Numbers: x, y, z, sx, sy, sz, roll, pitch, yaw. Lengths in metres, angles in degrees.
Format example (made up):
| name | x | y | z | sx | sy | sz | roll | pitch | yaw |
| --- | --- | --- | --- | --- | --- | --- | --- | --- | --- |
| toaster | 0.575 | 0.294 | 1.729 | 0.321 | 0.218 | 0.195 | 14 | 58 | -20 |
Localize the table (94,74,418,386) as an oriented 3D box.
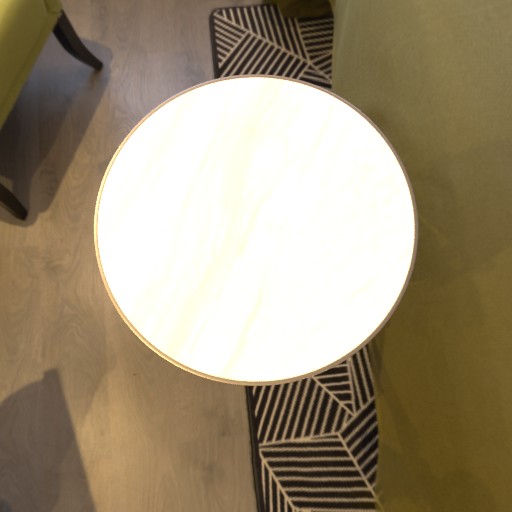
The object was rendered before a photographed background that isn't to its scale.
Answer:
| name | x | y | z | sx | sy | sz | roll | pitch | yaw |
| --- | --- | --- | --- | --- | --- | --- | --- | --- | --- |
| table | 0.000 | 0.000 | 0.841 | 0.445 | 0.479 | 0.445 | 0 | 77 | 0 |
